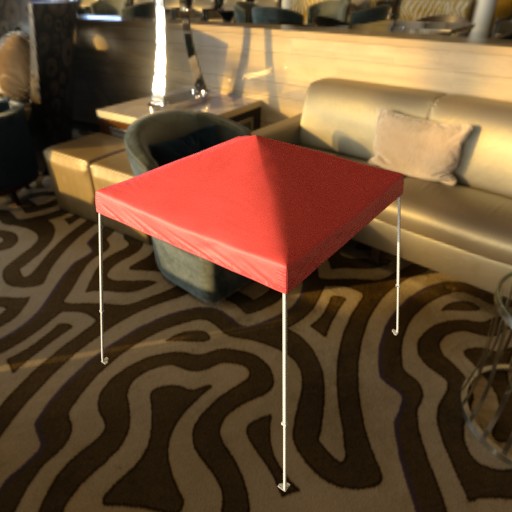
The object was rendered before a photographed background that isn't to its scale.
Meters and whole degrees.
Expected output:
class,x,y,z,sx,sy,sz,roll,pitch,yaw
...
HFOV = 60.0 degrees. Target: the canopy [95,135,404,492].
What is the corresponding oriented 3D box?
class,x,y,z,sx,sy,sz,roll,pitch,yaw
canopy,0.000,0.000,6.558,3.599,3.600,3.600,22,38,31
